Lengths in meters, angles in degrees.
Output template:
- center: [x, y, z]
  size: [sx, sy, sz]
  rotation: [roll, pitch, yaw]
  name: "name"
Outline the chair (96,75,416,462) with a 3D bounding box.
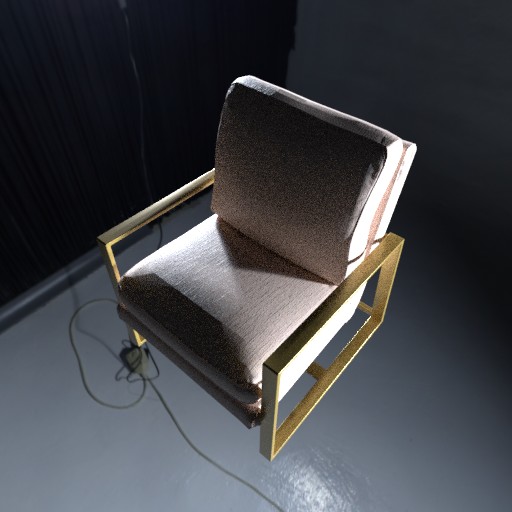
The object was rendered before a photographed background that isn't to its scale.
- center: [0.000, 0.000, 1.540]
  size: [0.758, 0.956, 0.813]
  rotation: [32, 54, 27]
  name: "chair"
